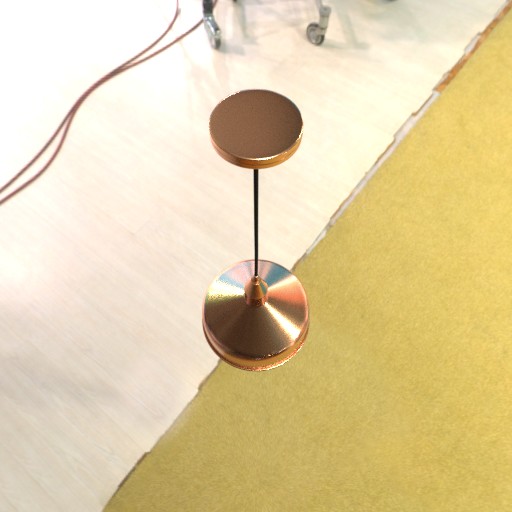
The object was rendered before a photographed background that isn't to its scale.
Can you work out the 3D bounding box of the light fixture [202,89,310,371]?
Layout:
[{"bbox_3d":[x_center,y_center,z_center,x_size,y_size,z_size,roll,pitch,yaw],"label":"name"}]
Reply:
[{"bbox_3d":[0.000,0.000,0.908,0.301,0.754,0.301,-1,63,0],"label":"light fixture"}]
